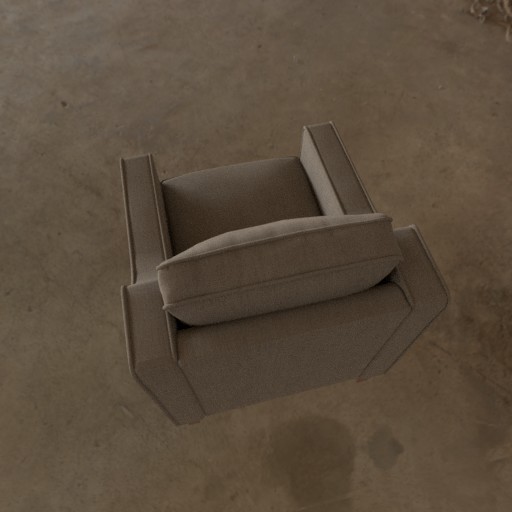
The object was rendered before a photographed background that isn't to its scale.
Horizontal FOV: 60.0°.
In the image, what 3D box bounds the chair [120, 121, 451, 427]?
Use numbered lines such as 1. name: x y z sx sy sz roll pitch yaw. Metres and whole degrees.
1. chair: 0.000 0.000 1.609 0.831 0.960 0.909 -12 60 -7
